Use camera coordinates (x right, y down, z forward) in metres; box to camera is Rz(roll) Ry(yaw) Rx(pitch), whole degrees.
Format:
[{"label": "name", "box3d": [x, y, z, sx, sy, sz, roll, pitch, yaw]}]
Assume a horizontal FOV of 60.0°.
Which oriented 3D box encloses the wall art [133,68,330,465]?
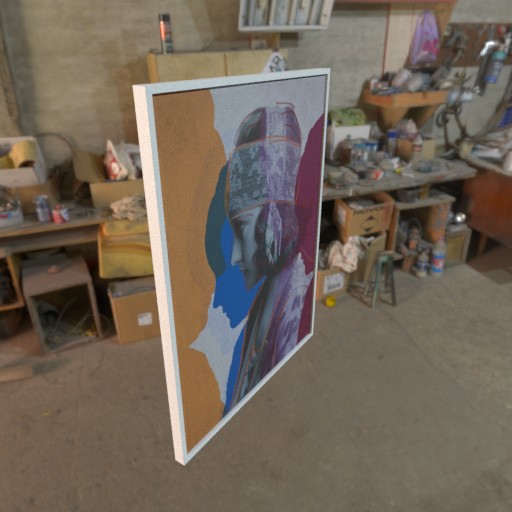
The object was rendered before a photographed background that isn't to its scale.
[{"label": "wall art", "box3d": [0.000, 0.000, 1.384, 0.039, 1.050, 0.795, 17, 30, 31]}]
